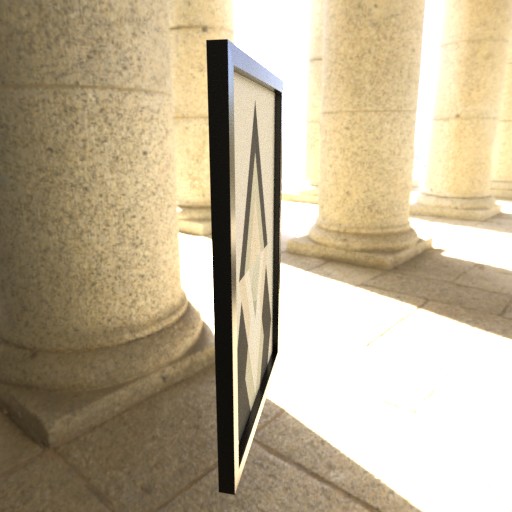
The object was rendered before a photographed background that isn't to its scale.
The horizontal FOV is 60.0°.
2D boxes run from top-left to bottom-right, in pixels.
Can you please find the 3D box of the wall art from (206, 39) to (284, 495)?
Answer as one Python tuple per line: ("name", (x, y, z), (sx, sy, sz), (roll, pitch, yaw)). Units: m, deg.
("wall art", (0.000, 0.000, 0.573), (0.019, 0.455, 0.314), (3, 16, 11))
